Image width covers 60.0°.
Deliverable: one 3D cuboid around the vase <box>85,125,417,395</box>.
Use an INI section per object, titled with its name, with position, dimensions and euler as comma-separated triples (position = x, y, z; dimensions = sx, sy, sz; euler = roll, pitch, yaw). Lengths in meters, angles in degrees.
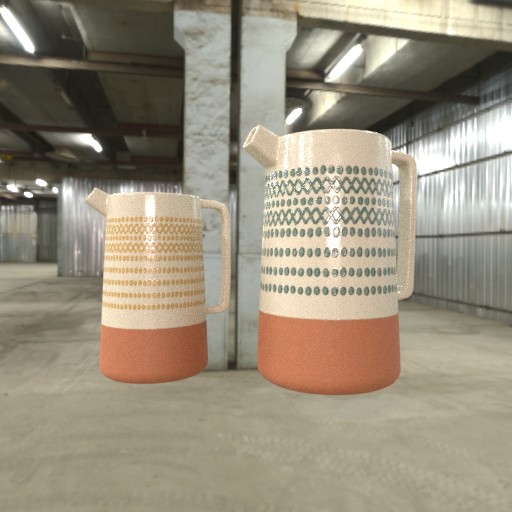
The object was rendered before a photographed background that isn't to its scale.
[vase]
position = 0.000, 0.000, 0.469
dimensions = 0.326, 0.247, 0.168
euler = 0, 1, 18
